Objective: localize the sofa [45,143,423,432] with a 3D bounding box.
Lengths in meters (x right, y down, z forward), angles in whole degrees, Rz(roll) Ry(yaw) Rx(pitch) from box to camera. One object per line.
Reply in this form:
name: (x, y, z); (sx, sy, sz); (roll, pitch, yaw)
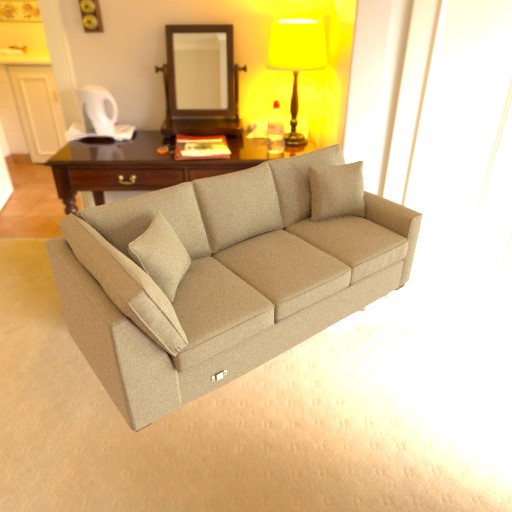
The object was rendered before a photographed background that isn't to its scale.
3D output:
sofa: (0.000, 0.000, 2.962); (2.317, 0.962, 1.061); (-21, 37, -32)
